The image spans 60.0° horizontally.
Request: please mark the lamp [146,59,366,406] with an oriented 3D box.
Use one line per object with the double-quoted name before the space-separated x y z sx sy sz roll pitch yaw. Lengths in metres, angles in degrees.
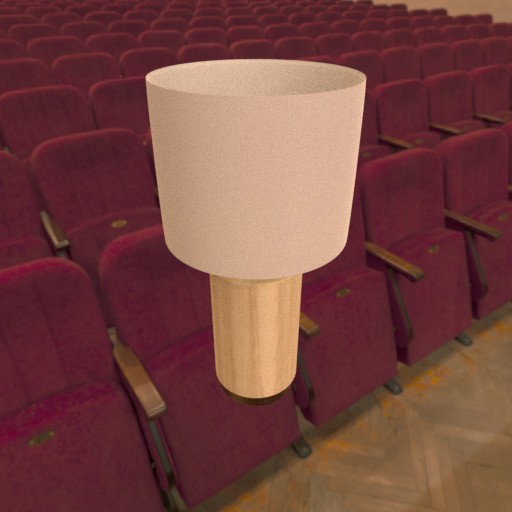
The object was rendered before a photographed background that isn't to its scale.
"lamp" 0.000 0.000 0.578 0.228 0.444 0.228 -20 36 -29
